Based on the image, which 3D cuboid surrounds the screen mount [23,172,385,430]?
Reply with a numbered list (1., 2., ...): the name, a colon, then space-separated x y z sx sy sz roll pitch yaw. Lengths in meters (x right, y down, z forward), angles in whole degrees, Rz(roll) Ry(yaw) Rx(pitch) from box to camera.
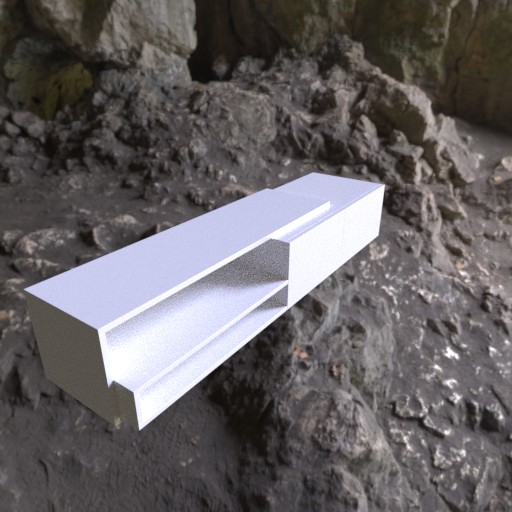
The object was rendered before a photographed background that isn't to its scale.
1. screen mount: 0.000 0.000 1.833 0.420 0.320 1.680 17 30 32
